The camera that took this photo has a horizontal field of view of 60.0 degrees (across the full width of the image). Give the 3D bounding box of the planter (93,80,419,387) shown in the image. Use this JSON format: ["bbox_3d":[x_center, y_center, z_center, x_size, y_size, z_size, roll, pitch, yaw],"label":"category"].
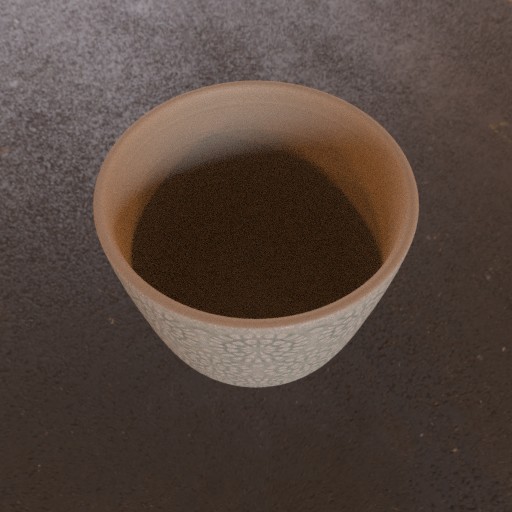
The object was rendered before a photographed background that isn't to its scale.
[{"bbox_3d":[0.000,0.000,0.216,0.124,0.109,0.124,0,57,0],"label":"planter"}]
